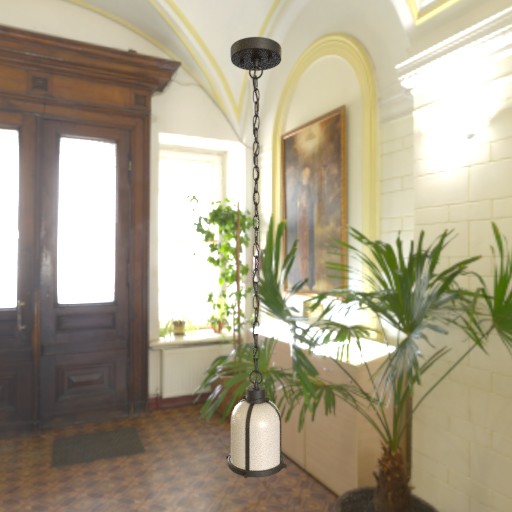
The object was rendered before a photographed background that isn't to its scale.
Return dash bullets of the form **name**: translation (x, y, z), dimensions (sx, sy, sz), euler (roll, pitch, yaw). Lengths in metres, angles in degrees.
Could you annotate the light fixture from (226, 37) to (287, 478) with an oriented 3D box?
- **light fixture**: translation (0.000, 0.000, 1.263), dimensions (0.178, 1.181, 0.178), euler (0, 0, 18)
